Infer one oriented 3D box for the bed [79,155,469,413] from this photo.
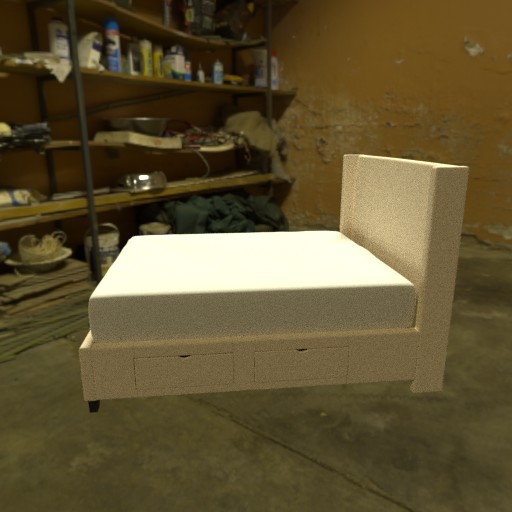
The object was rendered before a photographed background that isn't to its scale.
[{"bbox_3d":[0.000,0.000,3.458,2.280,1.471,1.765,-2,15,-6],"label":"bed"}]
